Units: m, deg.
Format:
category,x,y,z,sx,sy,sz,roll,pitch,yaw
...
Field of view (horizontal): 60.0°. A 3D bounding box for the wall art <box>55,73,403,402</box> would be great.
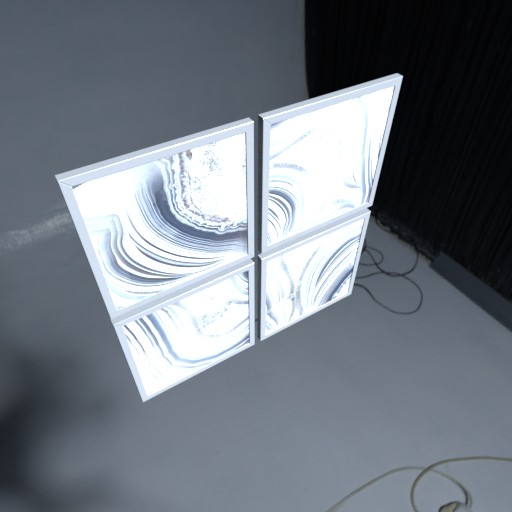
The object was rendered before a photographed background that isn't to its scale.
category,x,y,z,sx,sy,sz,roll,pitch,yaw
wall art,0.000,0.000,1.661,1.118,1.118,0.029,-24,50,-22
